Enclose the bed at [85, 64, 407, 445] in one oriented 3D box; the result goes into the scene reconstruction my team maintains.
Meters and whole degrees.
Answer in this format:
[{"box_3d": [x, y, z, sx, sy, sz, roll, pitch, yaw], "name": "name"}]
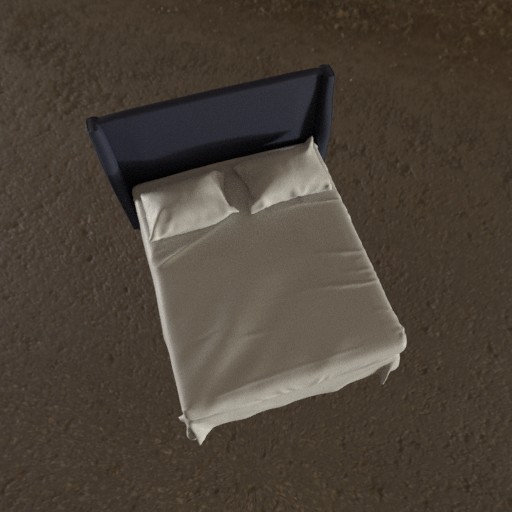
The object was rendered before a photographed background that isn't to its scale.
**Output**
[{"box_3d": [0.000, 0.000, 3.447, 1.925, 1.332, 2.276, -16, 65, -7], "name": "bed"}]
